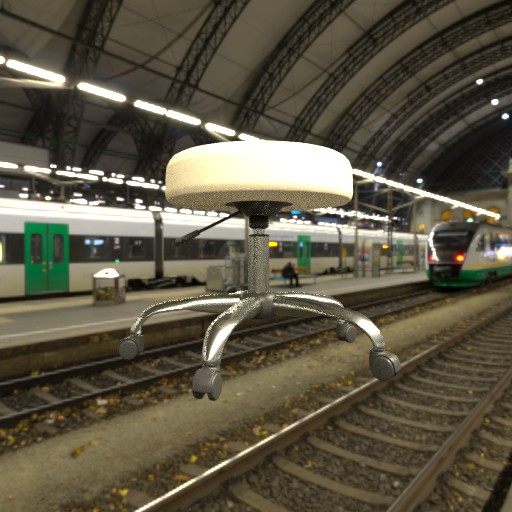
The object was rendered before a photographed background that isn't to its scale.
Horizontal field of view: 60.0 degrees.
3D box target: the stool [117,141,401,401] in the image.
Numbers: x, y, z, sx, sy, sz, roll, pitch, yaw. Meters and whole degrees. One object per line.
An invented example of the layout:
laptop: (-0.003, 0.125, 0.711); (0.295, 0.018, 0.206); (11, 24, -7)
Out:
stool: (0.000, 0.000, 1.021); (0.634, 0.482, 0.614); (0, 1, 17)
